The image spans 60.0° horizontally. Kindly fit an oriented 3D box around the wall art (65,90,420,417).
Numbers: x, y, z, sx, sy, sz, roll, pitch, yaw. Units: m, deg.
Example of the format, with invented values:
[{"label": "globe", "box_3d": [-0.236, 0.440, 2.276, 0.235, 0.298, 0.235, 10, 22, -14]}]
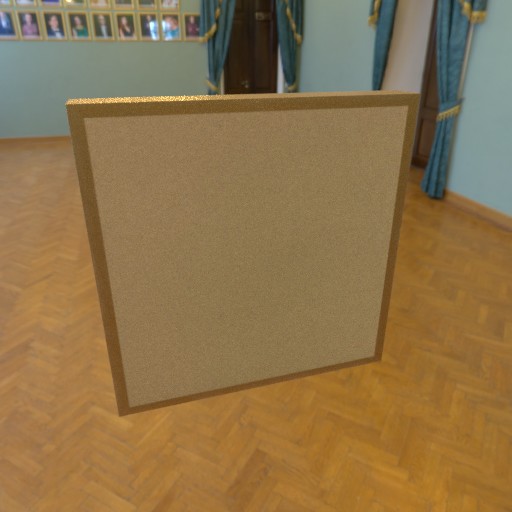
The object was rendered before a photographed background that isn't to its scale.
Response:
[{"label": "wall art", "box_3d": [0.000, 0.000, 0.447, 0.306, 0.305, 0.038, -7, 26, -16]}]
